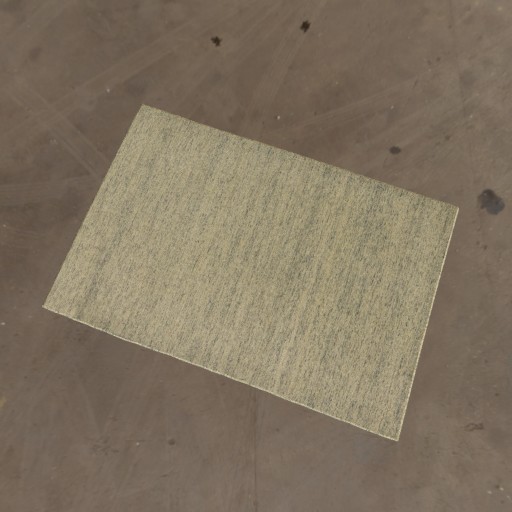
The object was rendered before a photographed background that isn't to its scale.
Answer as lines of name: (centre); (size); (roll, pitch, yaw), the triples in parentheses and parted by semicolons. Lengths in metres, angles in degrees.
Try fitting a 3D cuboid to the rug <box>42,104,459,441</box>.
rug: (0.000, 0.000, 2.288); (1.846, 0.014, 1.243); (19, 76, 5)
